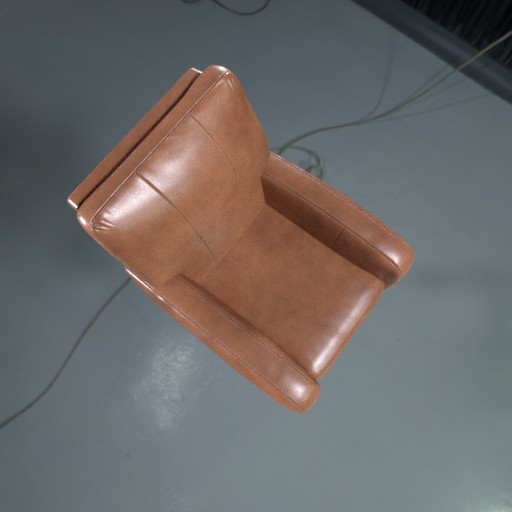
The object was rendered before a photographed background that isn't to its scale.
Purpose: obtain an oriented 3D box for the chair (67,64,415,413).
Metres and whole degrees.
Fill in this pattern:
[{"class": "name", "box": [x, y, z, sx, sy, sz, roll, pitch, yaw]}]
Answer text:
[{"class": "chair", "box": [0.000, 0.000, 1.696, 0.990, 0.990, 0.762, 37, 78, 9]}]
